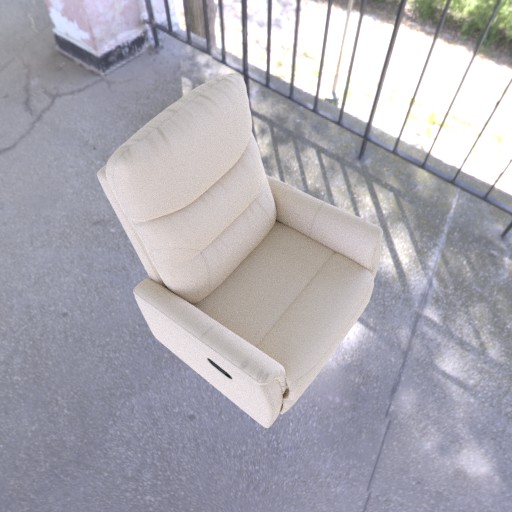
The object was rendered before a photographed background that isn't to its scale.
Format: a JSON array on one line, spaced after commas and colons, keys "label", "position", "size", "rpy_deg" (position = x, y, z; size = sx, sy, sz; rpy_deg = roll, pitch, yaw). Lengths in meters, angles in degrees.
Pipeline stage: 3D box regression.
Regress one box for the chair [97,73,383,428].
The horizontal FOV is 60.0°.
[{"label": "chair", "position": [0.000, 0.000, 1.663], "size": [0.831, 1.082, 0.775], "rpy_deg": [34, 63, 20]}]
